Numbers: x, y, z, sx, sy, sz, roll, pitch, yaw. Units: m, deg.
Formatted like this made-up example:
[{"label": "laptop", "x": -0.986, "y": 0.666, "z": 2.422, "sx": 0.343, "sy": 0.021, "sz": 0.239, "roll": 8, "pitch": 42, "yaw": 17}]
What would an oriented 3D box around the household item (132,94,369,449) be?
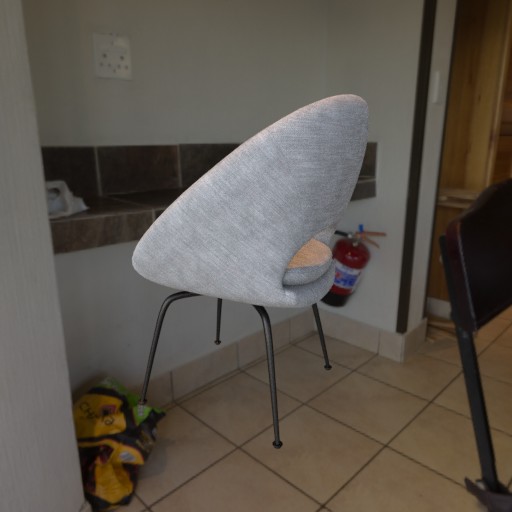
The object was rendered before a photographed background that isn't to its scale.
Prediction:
[{"label": "household item", "x": 0.000, "y": 0.000, "z": 1.299, "sx": 0.587, "sy": 0.869, "sz": 0.643, "roll": 7, "pitch": 17, "yaw": 25}]
